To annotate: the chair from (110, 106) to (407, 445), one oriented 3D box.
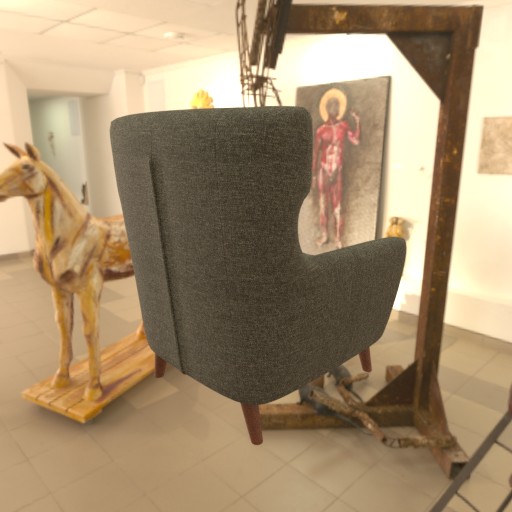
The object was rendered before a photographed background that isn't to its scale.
[{"bbox_3d":[0.000,0.000,1.748,0.904,1.063,0.878,-14,20,-43],"label":"chair"}]
